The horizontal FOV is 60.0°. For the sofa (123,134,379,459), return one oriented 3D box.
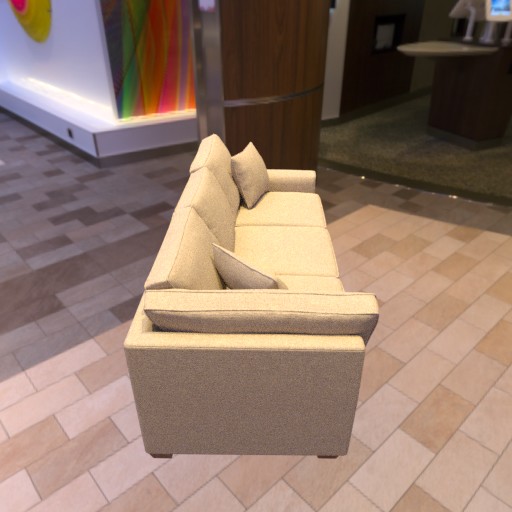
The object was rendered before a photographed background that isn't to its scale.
[{"bbox_3d":[0.000,0.000,2.891,1.061,0.962,2.317,1,32,1],"label":"sofa"}]
